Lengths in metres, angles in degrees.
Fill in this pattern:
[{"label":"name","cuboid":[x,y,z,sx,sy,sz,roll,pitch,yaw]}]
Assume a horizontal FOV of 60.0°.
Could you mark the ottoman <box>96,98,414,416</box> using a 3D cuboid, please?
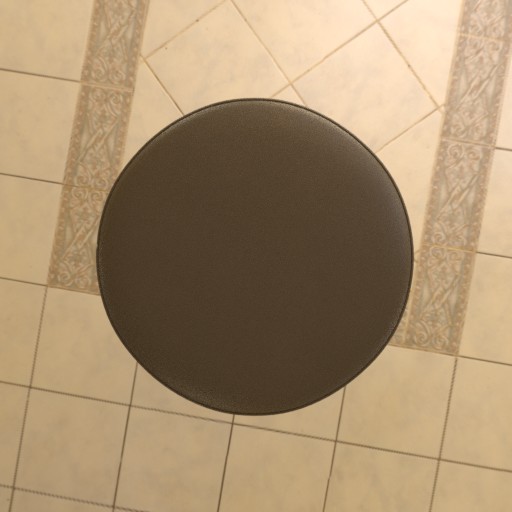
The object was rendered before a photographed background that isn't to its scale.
[{"label":"ottoman","cuboid":[0.000,0.000,0.857,0.500,0.409,0.500,0,91,1]}]
